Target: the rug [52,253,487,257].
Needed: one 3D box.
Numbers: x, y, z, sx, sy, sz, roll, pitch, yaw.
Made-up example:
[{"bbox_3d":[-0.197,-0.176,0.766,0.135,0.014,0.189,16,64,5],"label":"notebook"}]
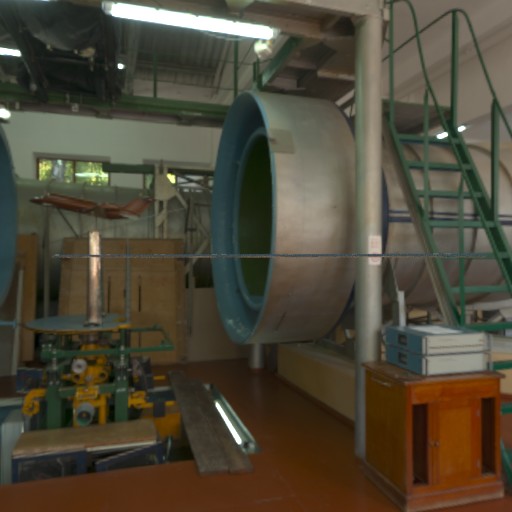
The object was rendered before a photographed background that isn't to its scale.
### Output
[{"bbox_3d":[0.000,0.000,2.551,2.276,0.014,0.678,0,0,18],"label":"rug"}]
